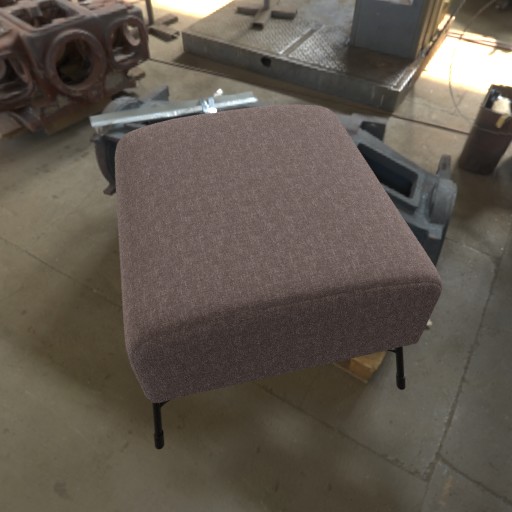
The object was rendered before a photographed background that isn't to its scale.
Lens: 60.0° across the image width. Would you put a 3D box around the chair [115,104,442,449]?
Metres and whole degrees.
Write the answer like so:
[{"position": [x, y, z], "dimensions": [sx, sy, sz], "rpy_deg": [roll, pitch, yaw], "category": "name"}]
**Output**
[{"position": [0.000, 0.000, 0.911], "dimensions": [0.530, 0.410, 0.530], "rpy_deg": [-10, 50, -9], "category": "chair"}]
